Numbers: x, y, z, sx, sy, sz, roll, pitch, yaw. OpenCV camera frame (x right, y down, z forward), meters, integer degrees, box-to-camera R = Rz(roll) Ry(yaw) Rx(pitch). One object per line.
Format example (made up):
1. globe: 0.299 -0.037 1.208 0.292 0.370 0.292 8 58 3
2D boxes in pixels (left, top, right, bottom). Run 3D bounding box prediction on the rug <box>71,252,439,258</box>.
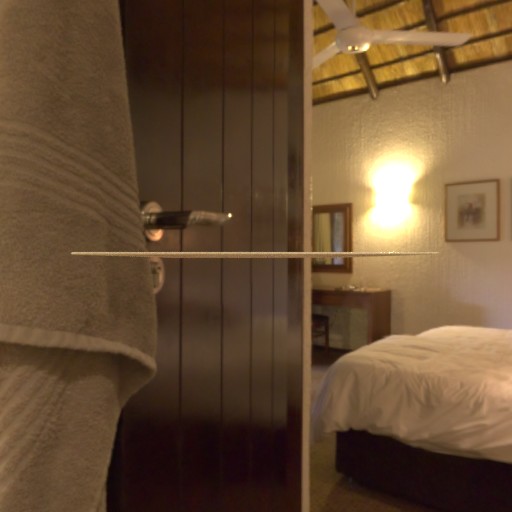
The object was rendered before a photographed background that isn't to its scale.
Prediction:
1. rug: 0.000 0.000 1.096 0.556 0.004 0.868 0 -1 0
